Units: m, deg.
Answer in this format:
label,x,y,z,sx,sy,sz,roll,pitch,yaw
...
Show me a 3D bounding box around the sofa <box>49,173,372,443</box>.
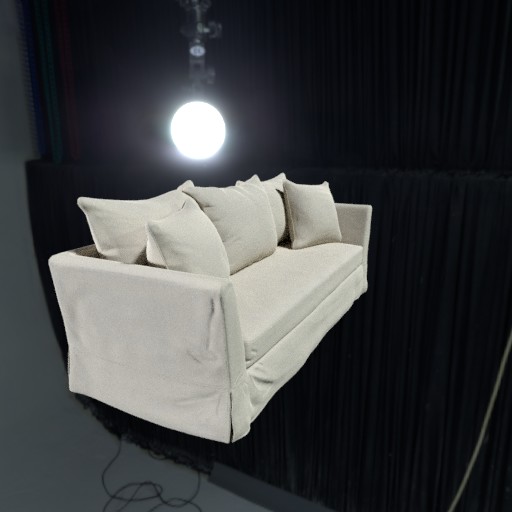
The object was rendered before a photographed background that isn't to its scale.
label,x,y,z,sx,sy,sz,roll,pitch,yaw
sofa,0.000,0.000,3.037,1.046,1.047,2.499,7,16,26
